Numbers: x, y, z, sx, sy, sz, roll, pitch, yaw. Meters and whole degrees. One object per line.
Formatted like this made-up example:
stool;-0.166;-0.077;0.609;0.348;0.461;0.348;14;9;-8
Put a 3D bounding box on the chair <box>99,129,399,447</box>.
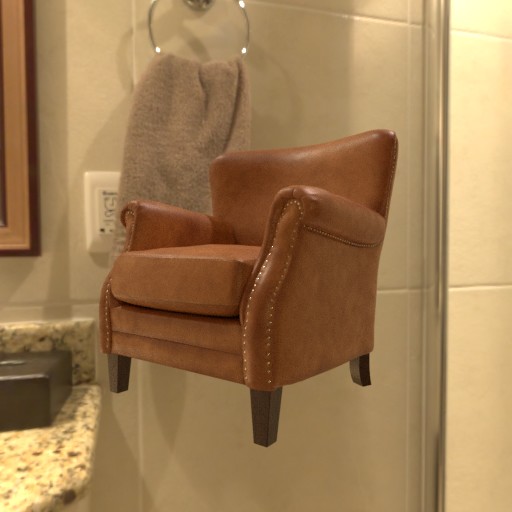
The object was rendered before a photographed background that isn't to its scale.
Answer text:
chair;0.000;0.000;1.618;0.861;0.936;0.921;1;2;36
